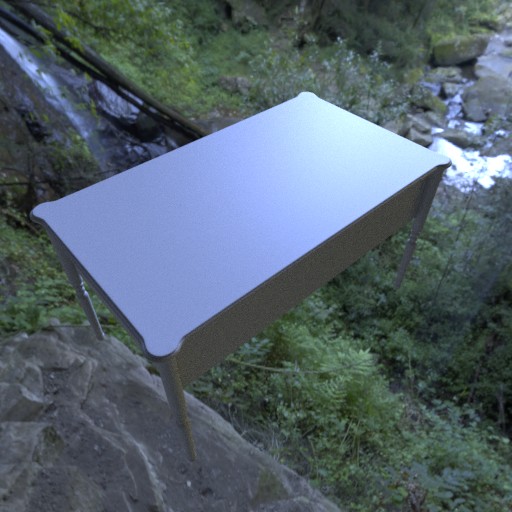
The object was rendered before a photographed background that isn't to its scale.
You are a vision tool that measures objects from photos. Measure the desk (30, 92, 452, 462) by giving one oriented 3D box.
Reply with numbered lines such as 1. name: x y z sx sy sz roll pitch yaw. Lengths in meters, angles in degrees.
1. desk: 0.000 0.000 1.878 1.380 0.762 0.807 -32 53 -28
